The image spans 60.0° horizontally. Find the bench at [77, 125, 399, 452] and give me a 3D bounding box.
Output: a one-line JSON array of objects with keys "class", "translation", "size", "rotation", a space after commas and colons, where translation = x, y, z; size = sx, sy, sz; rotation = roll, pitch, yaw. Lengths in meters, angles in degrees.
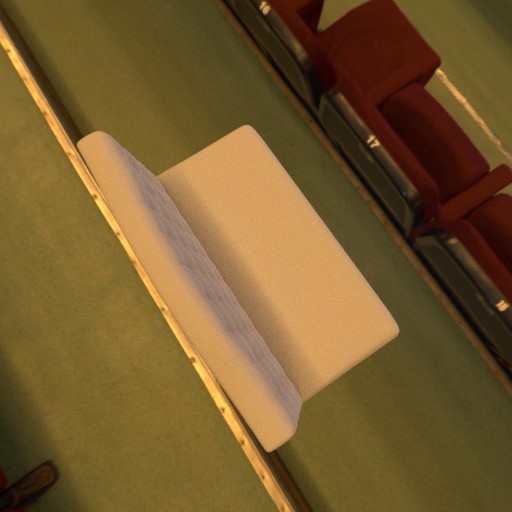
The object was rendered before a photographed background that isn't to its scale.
[{"class": "bench", "translation": [0.000, 0.000, 2.035], "size": [0.815, 1.180, 1.335], "rotation": [-33, 78, -8]}]
